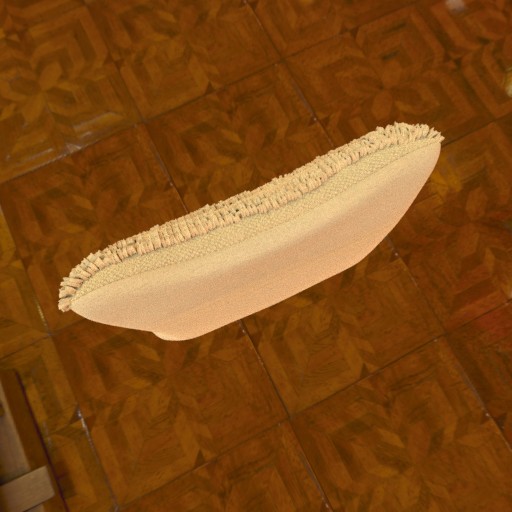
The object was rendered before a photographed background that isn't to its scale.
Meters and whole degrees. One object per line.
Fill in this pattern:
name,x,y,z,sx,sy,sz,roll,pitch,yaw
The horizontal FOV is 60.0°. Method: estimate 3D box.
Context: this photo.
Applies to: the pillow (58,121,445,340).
pillow,0.000,0.000,0.647,0.437,0.427,0.145,-24,78,-6
